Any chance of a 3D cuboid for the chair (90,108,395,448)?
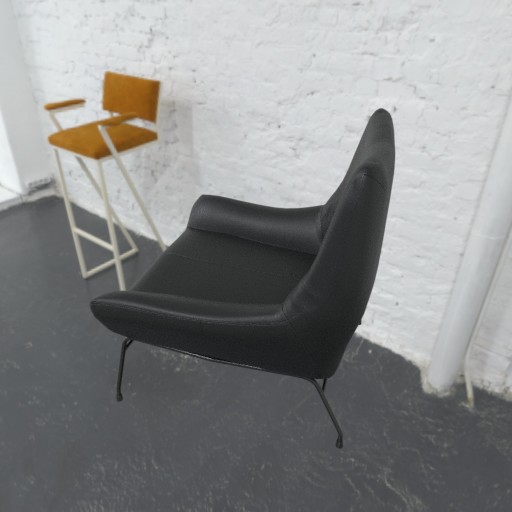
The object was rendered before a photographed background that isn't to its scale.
[{"bbox_3d":[0.000,0.000,1.545,0.826,0.922,0.836,9,32,14],"label":"chair"}]
